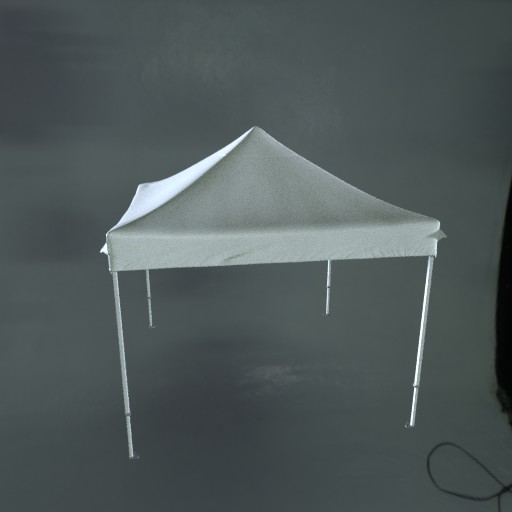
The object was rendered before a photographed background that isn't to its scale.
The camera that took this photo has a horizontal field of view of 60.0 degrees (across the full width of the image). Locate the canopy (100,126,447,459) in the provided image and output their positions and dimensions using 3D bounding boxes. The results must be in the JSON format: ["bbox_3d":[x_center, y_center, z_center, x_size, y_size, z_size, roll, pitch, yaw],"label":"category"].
[{"bbox_3d":[0.000,0.000,5.331,2.996,2.998,2.994,-3,17,-9],"label":"canopy"}]
